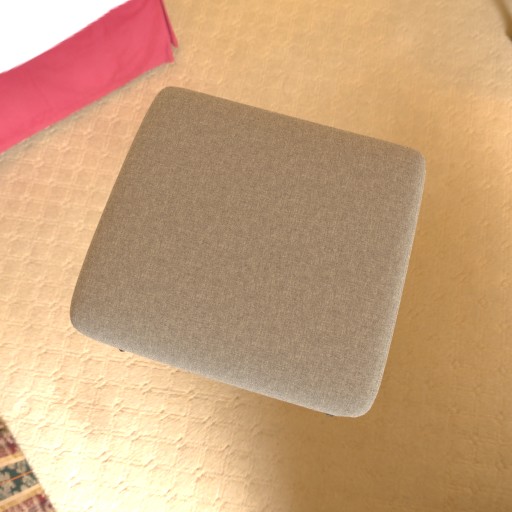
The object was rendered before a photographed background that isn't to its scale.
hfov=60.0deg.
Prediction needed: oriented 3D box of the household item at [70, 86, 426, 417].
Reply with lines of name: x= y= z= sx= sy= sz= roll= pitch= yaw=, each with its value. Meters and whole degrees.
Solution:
household item: x=0.000 y=0.000 z=0.909 sx=0.530 sy=0.410 sz=0.530 roll=16 pitch=75 yaw=4
